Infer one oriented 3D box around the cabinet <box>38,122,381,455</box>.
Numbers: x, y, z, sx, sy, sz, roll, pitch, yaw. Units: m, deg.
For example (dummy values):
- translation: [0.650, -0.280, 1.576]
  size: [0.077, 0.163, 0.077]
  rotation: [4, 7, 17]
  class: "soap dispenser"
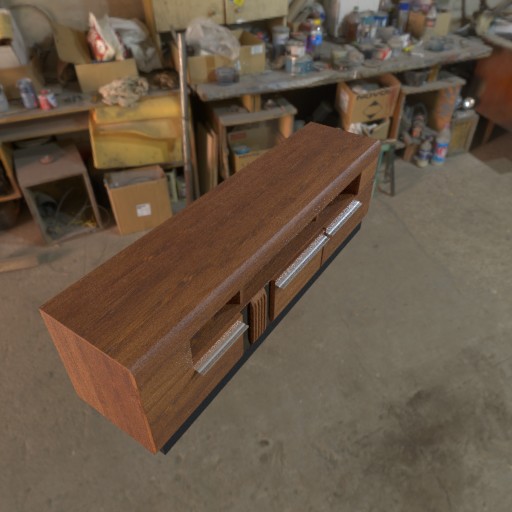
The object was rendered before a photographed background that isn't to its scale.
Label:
- translation: [0.000, 0.000, 1.854]
  size: [0.419, 0.510, 1.600]
  rotation: [24, 45, 26]
  class: "cabinet"
